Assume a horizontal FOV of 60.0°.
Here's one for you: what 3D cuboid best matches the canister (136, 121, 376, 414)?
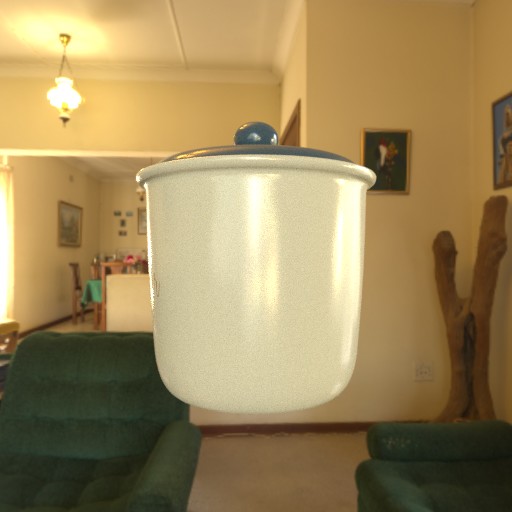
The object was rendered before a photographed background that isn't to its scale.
[{"bbox_3d":[0.000,0.000,0.347,0.182,0.208,0.182,0,0,0],"label":"canister"}]
